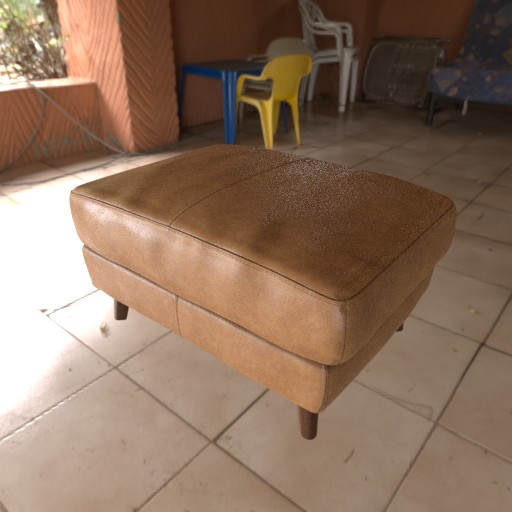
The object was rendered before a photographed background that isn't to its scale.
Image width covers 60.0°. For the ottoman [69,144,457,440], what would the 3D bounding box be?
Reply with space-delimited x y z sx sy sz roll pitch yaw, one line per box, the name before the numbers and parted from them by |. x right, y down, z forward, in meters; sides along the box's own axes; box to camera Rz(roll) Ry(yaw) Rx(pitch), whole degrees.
ottoman | 0.000 0.000 1.216 0.869 0.461 0.630 21 35 33
